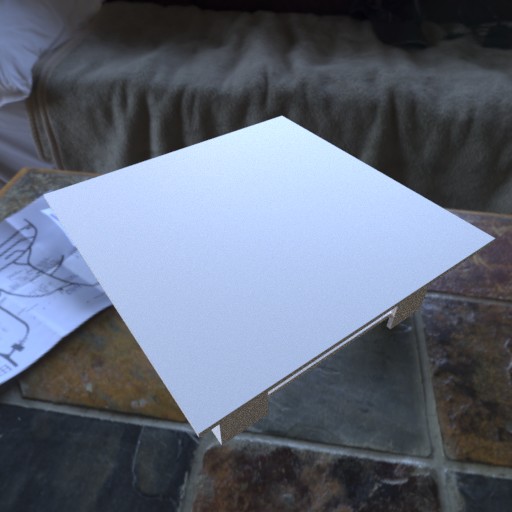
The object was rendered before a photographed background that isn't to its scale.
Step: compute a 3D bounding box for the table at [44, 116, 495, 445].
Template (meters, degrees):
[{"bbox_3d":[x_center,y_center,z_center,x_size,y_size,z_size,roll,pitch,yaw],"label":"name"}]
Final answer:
[{"bbox_3d":[0.000,0.000,1.325,0.890,0.305,0.890,-26,49,-26],"label":"table"}]
